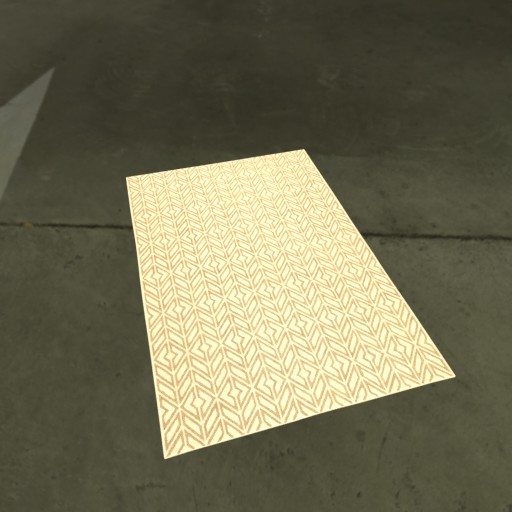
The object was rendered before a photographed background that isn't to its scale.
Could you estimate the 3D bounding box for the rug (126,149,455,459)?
[{"bbox_3d":[0.000,0.000,2.359,1.220,0.007,1.828,-11,46,-11],"label":"rug"}]
